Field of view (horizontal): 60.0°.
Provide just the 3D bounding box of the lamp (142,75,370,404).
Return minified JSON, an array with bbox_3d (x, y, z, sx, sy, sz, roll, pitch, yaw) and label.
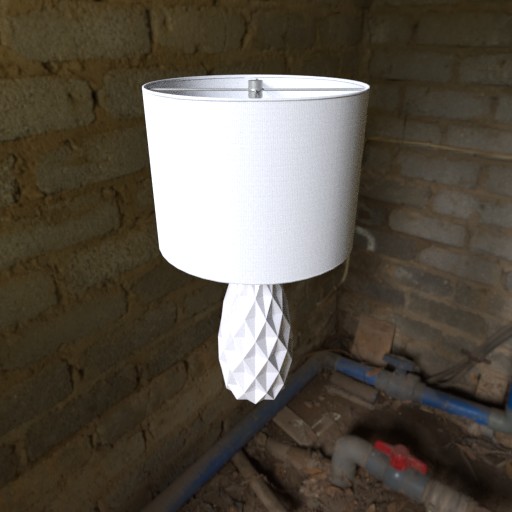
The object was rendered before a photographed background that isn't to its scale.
[{"bbox_3d":[0.000,0.000,0.707,0.297,0.522,0.297,0,27,0],"label":"lamp"}]
